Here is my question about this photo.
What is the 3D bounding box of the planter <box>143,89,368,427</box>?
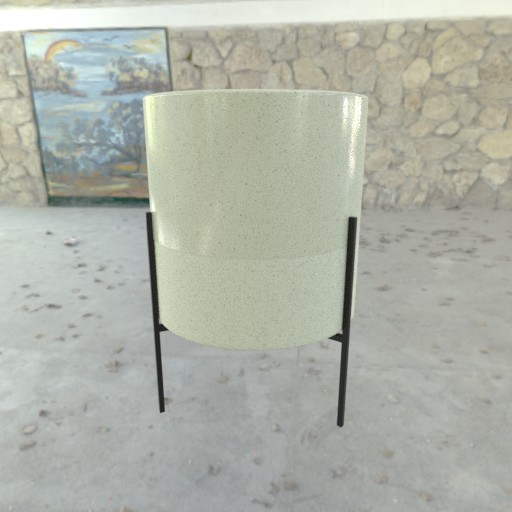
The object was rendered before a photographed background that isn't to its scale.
[{"bbox_3d":[0.000,0.000,0.704,0.314,0.475,0.323,2,16,7],"label":"planter"}]
